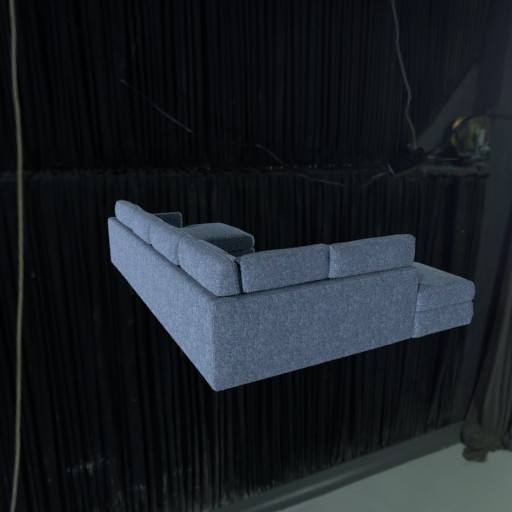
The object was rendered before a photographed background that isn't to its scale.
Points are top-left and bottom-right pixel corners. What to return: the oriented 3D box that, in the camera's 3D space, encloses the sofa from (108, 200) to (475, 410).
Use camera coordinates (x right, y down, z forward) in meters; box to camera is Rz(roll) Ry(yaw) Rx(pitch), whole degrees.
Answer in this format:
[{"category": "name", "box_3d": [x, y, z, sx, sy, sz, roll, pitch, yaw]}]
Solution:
[{"category": "sofa", "box_3d": [0.000, 0.000, 3.660, 1.879, 0.756, 2.737, -8, 17, -27]}]
